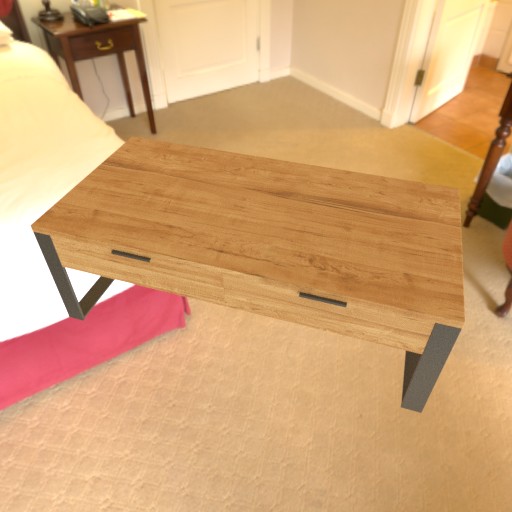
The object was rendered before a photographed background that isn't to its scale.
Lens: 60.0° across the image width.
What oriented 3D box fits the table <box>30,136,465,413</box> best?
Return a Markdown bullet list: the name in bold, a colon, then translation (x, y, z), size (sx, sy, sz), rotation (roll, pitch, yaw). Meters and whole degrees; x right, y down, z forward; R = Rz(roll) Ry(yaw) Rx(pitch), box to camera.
- **table**: translation (0.000, 0.000, 1.476), size (1.180, 0.400, 0.590), rotation (12, 43, 13)
